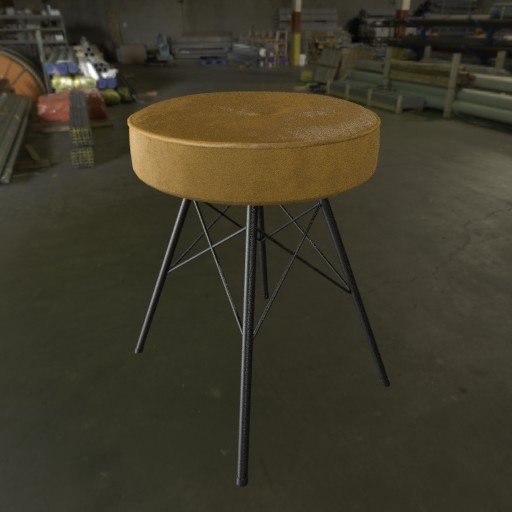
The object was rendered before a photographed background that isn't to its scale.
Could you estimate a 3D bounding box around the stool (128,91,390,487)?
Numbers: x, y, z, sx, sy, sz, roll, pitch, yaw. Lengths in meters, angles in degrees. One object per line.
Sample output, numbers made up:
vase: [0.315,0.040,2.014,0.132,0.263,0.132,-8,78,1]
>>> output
stool: [0.000,0.000,0.902,0.438,0.595,0.472,-18,33,-30]
